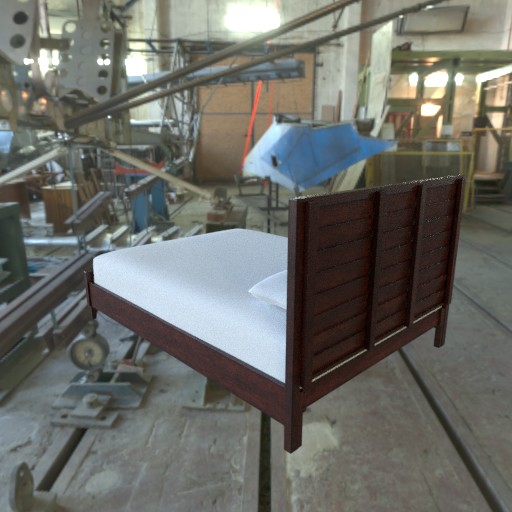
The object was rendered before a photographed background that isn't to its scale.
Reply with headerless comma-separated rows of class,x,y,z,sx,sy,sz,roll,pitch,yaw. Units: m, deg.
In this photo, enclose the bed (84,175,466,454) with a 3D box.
bed,0.000,0.000,4.020,2.040,1.492,2.803,-14,20,-42
